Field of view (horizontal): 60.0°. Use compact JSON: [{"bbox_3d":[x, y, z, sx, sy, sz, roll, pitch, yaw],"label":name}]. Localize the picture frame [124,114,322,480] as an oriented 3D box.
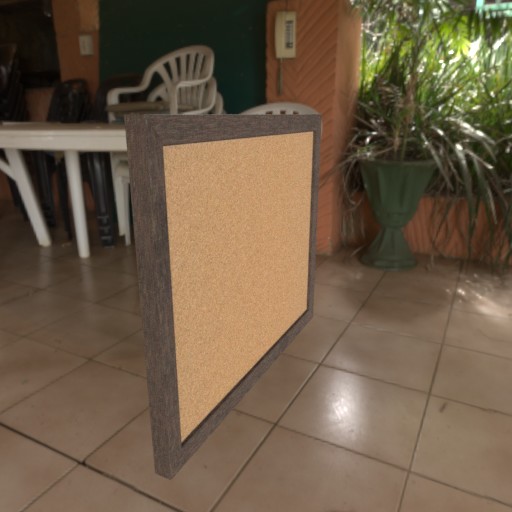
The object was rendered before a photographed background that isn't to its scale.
[{"bbox_3d":[0.000,0.000,0.747,0.026,0.455,0.546,9,20,25],"label":"picture frame"}]
